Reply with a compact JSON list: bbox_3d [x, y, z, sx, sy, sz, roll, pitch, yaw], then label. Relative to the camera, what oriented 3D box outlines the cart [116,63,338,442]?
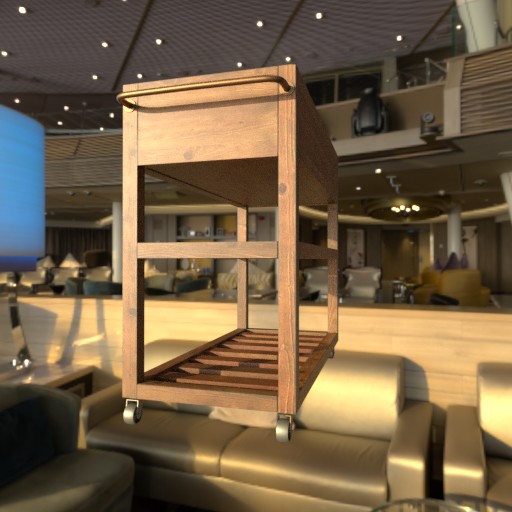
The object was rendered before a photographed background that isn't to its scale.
[{"bbox_3d":[0.000,0.000,1.461,0.445,0.830,1.065,0,0,16],"label":"cart"}]
